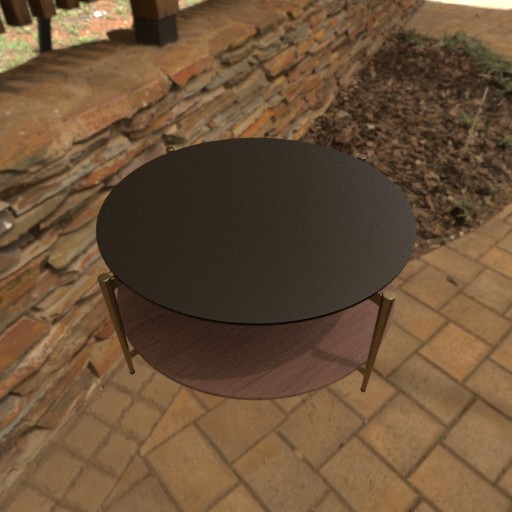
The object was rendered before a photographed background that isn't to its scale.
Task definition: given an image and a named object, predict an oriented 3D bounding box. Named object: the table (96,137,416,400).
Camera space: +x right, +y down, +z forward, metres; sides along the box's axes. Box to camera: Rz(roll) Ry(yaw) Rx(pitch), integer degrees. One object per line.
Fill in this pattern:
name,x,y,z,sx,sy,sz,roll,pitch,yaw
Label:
table,0.000,0.000,1.474,0.938,0.400,0.938,13,42,15
